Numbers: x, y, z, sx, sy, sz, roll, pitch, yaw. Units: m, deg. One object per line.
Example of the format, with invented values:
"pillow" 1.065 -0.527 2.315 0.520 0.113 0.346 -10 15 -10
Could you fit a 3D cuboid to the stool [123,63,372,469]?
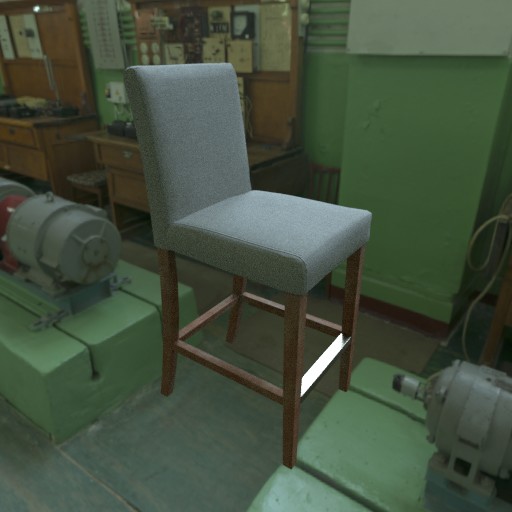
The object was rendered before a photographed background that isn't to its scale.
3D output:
"stool" 0.000 0.000 1.377 0.570 1.088 0.439 16 30 31
